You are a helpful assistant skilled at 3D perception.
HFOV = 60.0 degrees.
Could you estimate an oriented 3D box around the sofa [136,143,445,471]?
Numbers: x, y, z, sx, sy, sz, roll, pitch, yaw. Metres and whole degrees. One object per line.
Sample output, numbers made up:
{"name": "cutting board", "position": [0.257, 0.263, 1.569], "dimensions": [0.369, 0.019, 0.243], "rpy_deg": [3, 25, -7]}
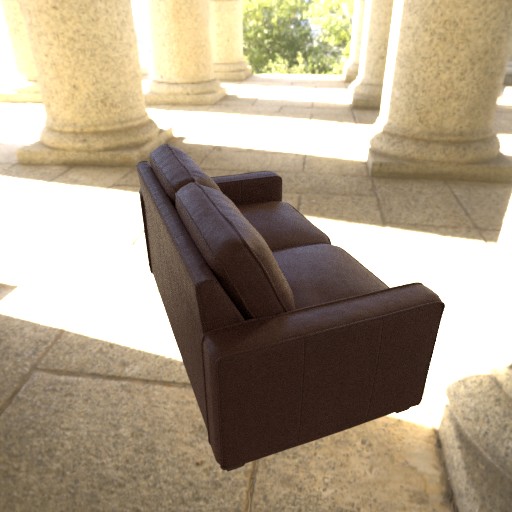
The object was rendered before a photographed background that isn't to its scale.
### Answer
{"name": "sofa", "position": [0.000, 0.000, 2.293], "dimensions": [0.947, 0.918, 1.709], "rpy_deg": [-11, 31, -18]}
